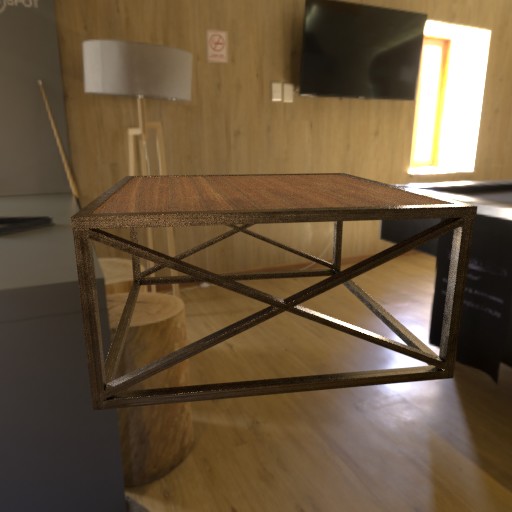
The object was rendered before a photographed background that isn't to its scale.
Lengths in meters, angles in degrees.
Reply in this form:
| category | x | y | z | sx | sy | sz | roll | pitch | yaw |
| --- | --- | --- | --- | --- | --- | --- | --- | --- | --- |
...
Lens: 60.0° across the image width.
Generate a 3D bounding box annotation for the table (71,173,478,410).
| category | x | y | z | sx | sy | sz | roll | pitch | yaw |
| --- | --- | --- | --- | --- | --- | --- | --- | --- | --- |
| table | 0.000 | 0.000 | 1.454 | 0.899 | 0.451 | 0.909 | -2 | 16 | -9 |
